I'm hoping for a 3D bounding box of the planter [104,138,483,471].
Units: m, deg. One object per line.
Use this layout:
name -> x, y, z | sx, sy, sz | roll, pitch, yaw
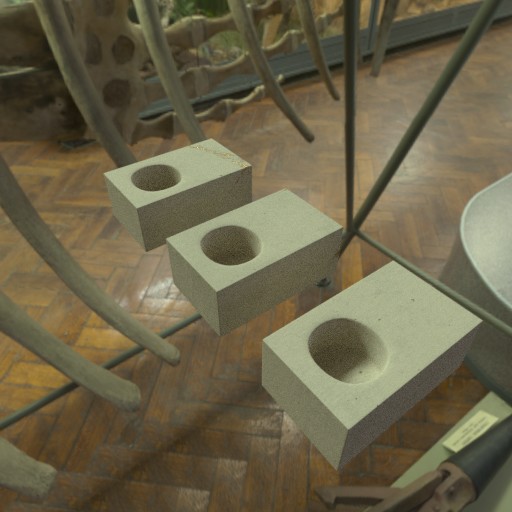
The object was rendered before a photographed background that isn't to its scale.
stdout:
planter -> 0.000, 0.000, 0.382 | 0.127, 0.051, 0.333 | -26, 47, -27
